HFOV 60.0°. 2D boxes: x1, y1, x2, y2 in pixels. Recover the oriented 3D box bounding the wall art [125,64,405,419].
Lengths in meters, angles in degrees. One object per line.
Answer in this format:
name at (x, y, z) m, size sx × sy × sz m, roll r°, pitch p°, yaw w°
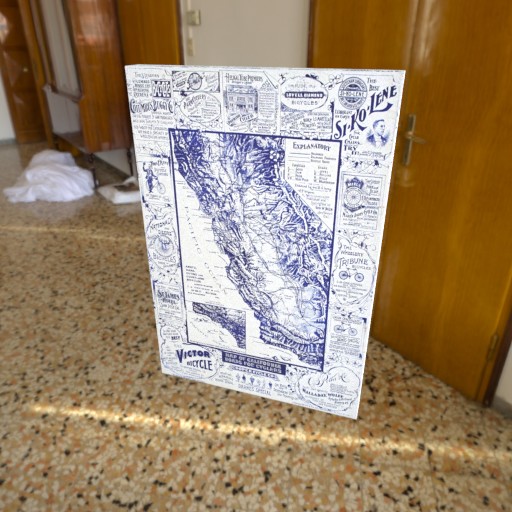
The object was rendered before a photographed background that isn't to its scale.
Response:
wall art at (0.000, 0.000, 0.767) m, size 0.408 × 0.601 × 0.040 m, roll 8°, pitch 28°, yaw 16°
